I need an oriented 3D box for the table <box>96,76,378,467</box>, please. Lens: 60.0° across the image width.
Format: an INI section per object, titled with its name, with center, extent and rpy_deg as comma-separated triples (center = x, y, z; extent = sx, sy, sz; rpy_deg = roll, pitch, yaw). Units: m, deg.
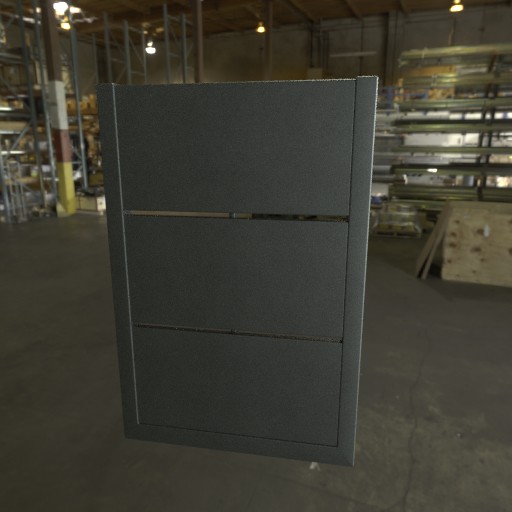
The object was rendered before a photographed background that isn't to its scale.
[table]
center = 0.000, 0.000, 0.891
extent = 0.405, 0.609, 0.420
rpy_deg = 3, 14, 10
